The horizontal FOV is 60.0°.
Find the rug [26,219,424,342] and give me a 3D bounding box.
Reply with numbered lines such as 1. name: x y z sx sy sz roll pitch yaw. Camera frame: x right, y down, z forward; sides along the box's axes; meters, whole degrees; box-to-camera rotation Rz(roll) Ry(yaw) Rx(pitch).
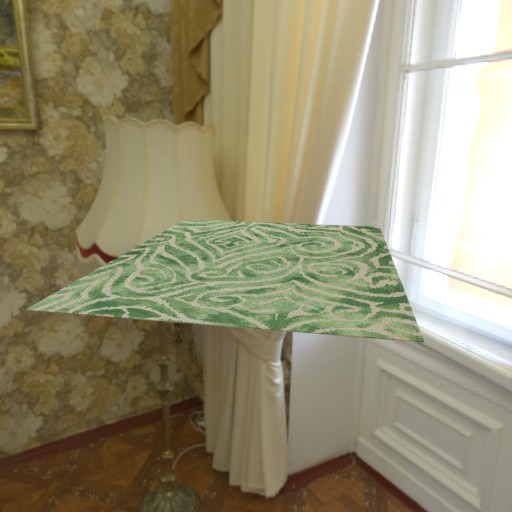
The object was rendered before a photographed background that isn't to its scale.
1. rug: 0.000 0.000 4.066 2.436 0.007 3.045 3 16 10
